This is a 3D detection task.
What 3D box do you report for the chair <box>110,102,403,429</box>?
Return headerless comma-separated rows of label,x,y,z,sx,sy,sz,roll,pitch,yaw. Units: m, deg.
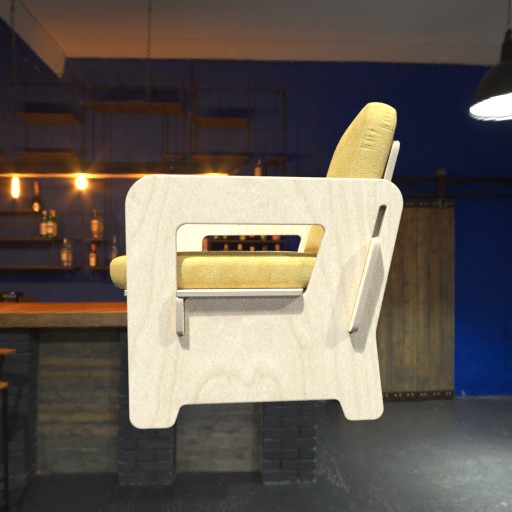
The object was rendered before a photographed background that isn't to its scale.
chair,0.000,0.000,1.281,0.710,0.800,0.590,0,0,-1
